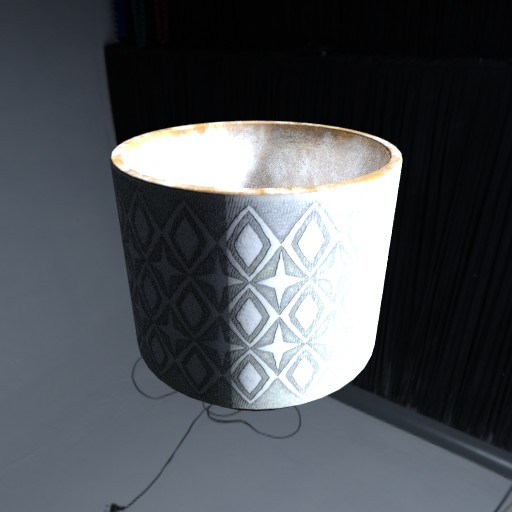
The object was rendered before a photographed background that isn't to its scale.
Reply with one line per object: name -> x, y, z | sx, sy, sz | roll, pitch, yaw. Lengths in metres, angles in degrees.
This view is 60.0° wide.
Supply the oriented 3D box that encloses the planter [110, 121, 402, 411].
planter -> 0.000, 0.000, 0.452 | 0.255, 0.223, 0.255 | 0, 27, 0
